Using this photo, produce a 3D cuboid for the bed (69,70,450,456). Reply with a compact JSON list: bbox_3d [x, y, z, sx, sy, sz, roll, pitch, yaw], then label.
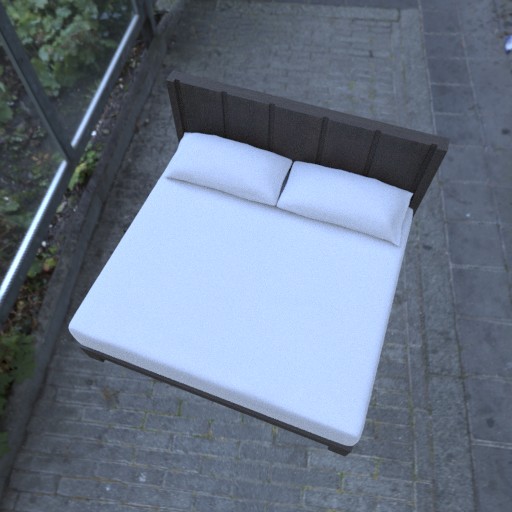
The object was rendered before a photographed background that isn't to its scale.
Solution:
[{"bbox_3d":[0.000,0.000,3.335,2.134,1.270,2.012,18,61,10],"label":"bed"}]
